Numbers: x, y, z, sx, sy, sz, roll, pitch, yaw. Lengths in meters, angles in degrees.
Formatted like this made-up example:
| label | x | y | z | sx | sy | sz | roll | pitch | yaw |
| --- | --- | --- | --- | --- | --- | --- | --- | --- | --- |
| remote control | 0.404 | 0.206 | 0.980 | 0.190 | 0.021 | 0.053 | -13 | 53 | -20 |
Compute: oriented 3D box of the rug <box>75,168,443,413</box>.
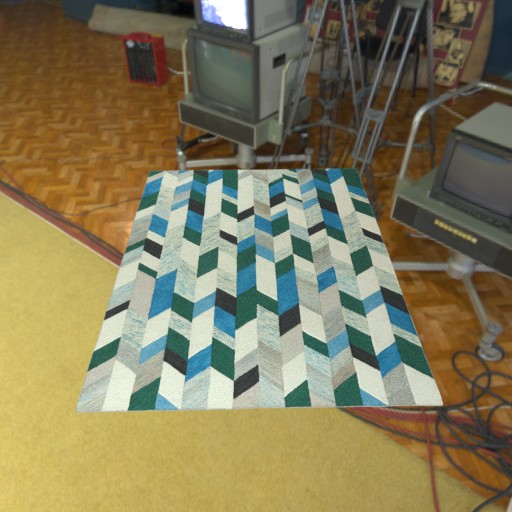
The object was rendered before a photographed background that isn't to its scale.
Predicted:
| label | x | y | z | sx | sy | sz | roll | pitch | yaw |
| --- | --- | --- | --- | --- | --- | --- | --- | --- | --- |
| rug | 0.000 | 0.000 | 4.054 | 2.440 | 0.008 | 3.036 | -1 | 42 | -1 |
